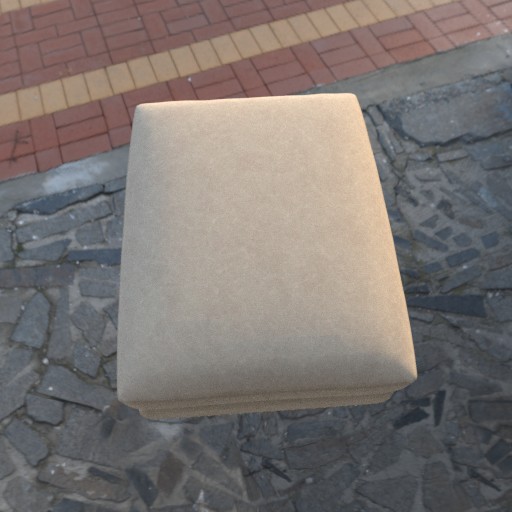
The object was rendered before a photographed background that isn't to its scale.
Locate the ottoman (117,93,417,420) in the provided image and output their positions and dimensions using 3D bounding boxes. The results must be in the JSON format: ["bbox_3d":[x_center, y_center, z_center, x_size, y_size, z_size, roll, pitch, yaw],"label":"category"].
[{"bbox_3d":[0.000,0.000,1.138,0.584,0.513,0.741,-4,65,-2],"label":"ottoman"}]
